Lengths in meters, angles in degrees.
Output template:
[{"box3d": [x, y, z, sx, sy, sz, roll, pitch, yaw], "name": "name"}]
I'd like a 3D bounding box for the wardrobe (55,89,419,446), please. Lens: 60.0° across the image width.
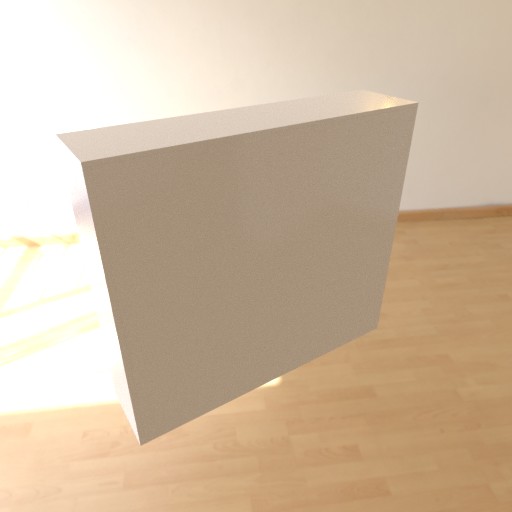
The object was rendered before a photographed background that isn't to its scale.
[{"box3d": [0.000, 0.000, 1.927, 1.340, 1.200, 0.360, -18, 36, -28], "name": "wardrobe"}]
